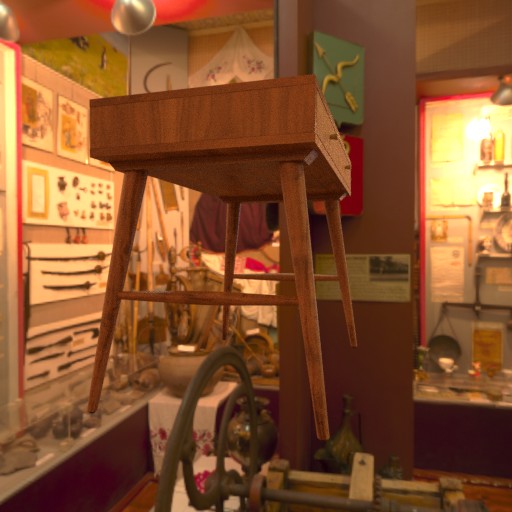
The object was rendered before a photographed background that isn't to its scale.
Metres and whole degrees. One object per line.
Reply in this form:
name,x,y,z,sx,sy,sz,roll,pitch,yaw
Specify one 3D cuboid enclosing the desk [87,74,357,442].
desk,0.000,0.000,1.441,0.588,0.758,0.949,0,1,16
